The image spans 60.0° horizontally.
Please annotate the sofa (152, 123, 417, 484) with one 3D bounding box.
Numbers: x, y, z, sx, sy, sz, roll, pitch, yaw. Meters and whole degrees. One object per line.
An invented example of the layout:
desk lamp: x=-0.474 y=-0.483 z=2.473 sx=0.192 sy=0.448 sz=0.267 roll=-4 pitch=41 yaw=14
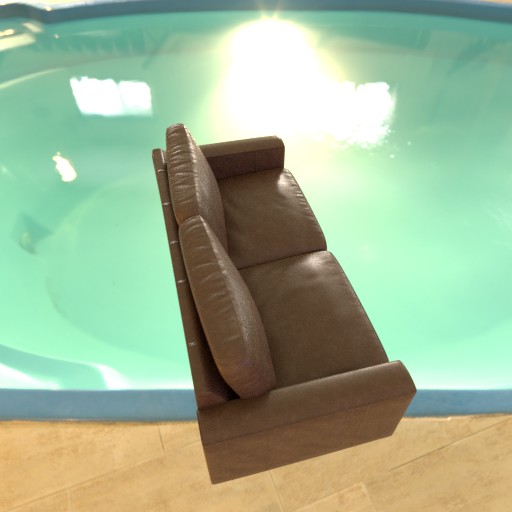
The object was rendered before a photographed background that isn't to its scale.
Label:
sofa: x=0.000 y=0.000 z=2.694 sx=1.016 sy=0.873 sz=2.179 roll=-11 pitch=48 yaw=-10
